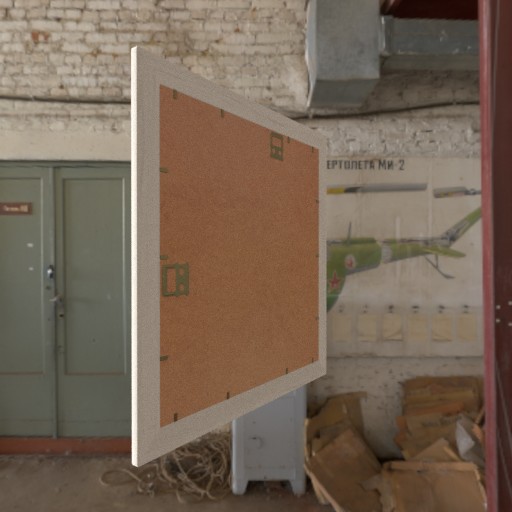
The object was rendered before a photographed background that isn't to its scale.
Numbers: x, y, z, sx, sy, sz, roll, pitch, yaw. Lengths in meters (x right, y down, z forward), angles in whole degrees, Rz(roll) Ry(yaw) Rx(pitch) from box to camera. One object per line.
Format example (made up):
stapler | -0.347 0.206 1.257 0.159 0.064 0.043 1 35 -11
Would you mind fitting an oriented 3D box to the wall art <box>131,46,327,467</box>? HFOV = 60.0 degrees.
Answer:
wall art | 0.000 0.000 0.854 0.013 0.584 0.584 0 0 35
